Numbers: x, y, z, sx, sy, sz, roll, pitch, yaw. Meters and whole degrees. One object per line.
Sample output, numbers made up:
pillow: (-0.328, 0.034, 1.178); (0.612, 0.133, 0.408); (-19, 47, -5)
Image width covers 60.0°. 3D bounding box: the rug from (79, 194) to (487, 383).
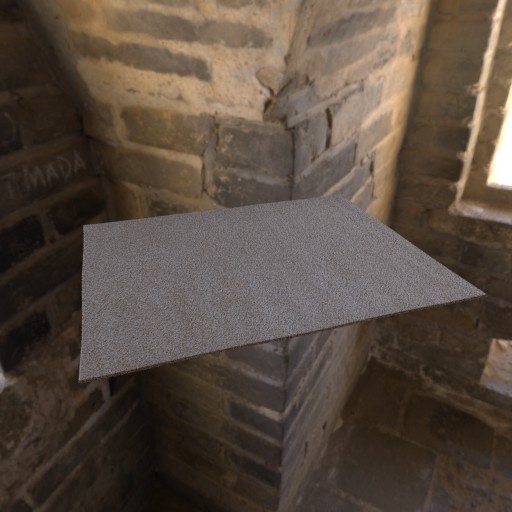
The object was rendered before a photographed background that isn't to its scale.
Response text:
rug: (0.000, 0.000, 4.047); (3.000, 0.026, 2.400); (-9, 29, -16)
